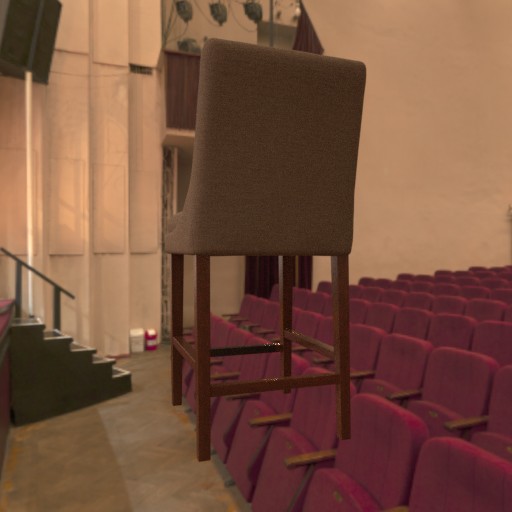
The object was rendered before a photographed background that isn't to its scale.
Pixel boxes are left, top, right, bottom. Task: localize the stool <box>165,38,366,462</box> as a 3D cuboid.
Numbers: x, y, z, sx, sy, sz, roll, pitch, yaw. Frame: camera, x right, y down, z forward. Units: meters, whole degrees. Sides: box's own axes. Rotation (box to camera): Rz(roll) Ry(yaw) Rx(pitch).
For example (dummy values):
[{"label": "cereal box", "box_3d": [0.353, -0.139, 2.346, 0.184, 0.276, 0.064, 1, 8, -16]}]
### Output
[{"label": "stool", "box_3d": [0.000, 0.000, 1.295, 0.470, 0.981, 0.577, 0, 0, -19]}]
